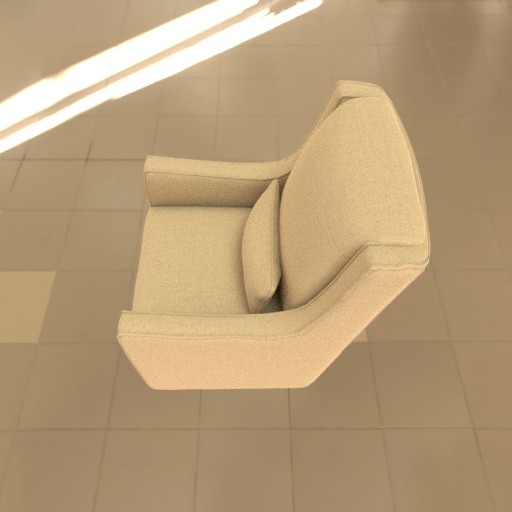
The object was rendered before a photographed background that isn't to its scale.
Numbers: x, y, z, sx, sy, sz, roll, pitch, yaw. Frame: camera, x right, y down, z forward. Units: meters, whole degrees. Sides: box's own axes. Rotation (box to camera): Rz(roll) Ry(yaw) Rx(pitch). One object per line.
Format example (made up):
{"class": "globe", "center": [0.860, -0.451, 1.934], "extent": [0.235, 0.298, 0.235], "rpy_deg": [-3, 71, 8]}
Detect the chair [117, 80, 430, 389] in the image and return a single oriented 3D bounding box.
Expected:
{"class": "chair", "center": [0.000, 0.000, 1.587], "extent": [0.879, 0.993, 0.732], "rpy_deg": [-1, 58, 0]}
